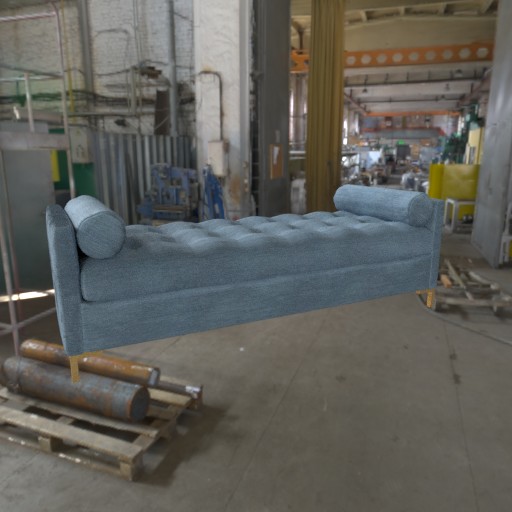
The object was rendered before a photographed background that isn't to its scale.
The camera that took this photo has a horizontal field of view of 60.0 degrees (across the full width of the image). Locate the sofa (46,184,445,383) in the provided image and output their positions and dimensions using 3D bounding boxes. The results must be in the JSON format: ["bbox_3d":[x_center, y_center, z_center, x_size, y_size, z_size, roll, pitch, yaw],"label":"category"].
[{"bbox_3d":[0.000,0.000,2.507,2.102,0.705,0.796,-7,15,-26],"label":"sofa"}]
